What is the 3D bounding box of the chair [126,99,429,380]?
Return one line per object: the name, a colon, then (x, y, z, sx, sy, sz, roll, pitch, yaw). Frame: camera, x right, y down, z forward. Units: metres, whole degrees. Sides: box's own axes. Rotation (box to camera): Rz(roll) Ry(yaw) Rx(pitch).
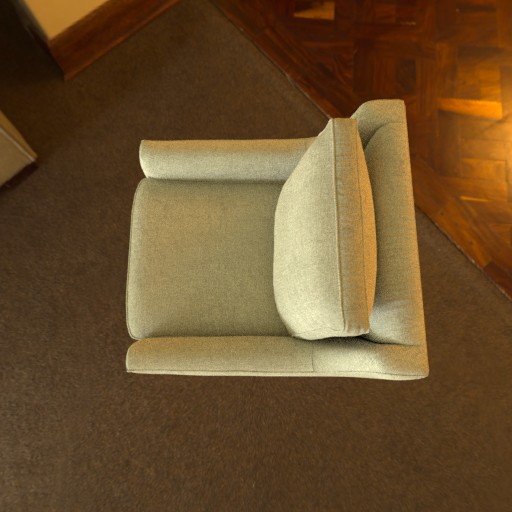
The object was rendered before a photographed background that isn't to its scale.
chair: (0.000, 0.000, 1.586, 0.918, 0.864, 0.838, 0, 76, 0)
